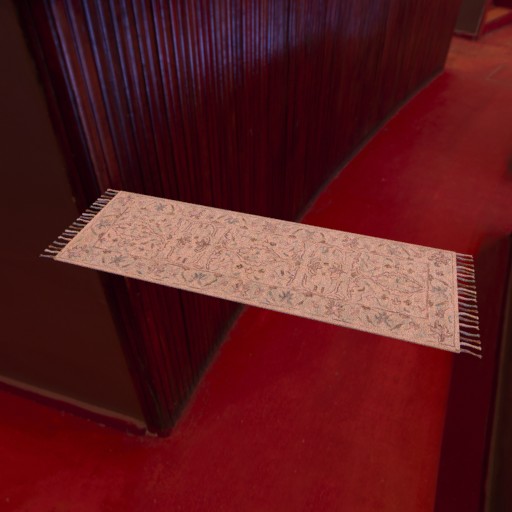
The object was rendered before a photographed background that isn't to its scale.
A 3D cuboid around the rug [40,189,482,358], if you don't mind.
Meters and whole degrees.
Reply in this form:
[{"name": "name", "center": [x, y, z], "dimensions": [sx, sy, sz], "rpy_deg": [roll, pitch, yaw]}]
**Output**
[{"name": "rug", "center": [0.000, 0.000, 2.611], "dimensions": [2.440, 0.013, 0.769], "rpy_deg": [12, 42, 13]}]
